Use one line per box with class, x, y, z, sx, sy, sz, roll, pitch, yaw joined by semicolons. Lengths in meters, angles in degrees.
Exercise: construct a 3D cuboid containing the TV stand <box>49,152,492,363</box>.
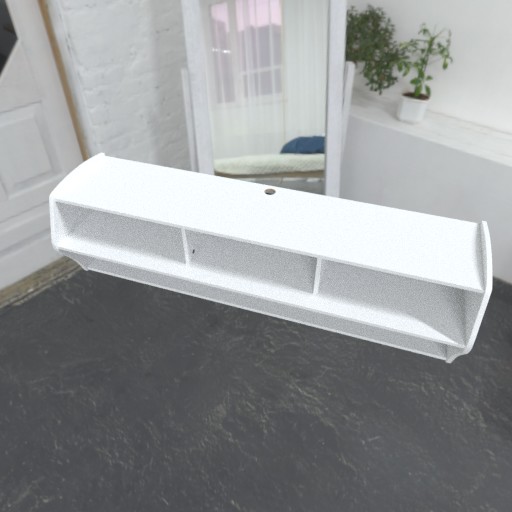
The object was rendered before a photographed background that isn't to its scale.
TV stand;0.000;0.000;1.627;1.473;0.424;0.397;13;43;14
